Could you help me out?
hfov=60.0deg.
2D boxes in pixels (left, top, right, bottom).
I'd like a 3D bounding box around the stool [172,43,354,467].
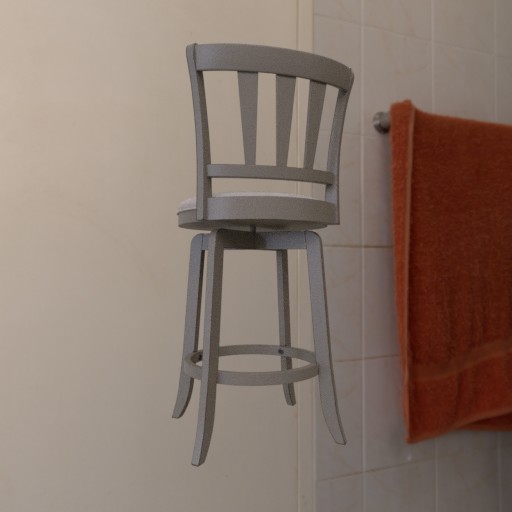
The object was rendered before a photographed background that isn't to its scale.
[{"bbox_3d":[0.000,0.000,1.252,0.450,0.994,0.486,0,-1,-19],"label":"stool"}]
